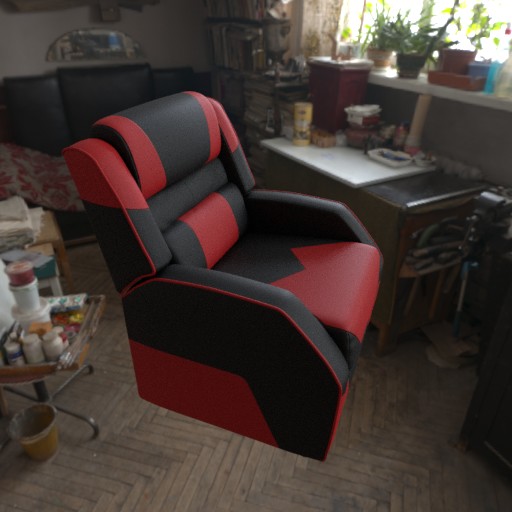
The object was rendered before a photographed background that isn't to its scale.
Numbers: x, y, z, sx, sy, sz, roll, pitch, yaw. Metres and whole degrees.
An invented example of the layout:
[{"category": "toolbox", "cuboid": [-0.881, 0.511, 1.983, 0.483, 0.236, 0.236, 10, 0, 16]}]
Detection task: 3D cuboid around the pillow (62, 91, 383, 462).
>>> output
[{"category": "pillow", "cuboid": [0.000, 0.000, 1.268, 0.672, 0.805, 0.620, 12, 32, 19]}]
